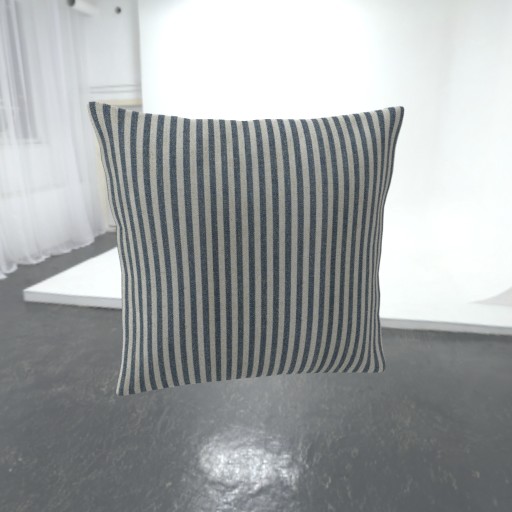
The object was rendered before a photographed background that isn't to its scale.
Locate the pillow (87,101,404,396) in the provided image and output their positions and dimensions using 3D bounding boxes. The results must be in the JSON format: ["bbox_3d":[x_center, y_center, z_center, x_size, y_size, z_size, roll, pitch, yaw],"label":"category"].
[{"bbox_3d":[0.000,0.000,0.784,0.523,0.510,0.166,-2,15,-8],"label":"pillow"}]
